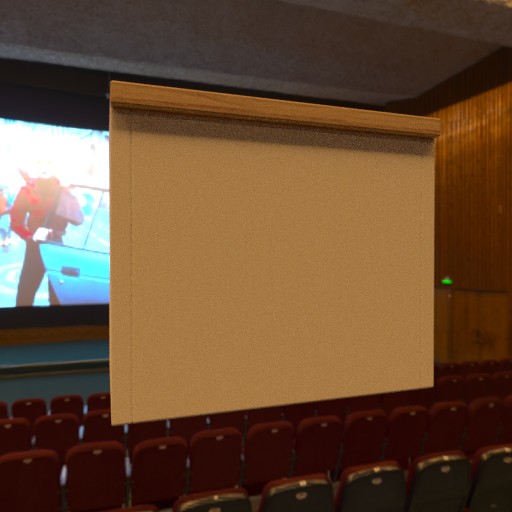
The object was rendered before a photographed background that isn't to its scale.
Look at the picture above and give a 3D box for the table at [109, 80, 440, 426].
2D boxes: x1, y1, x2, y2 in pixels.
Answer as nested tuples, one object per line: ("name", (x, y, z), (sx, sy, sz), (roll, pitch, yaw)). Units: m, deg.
("table", (0.000, 0.000, 0.798), (0.500, 0.440, 0.360), (0, 1, -19))
